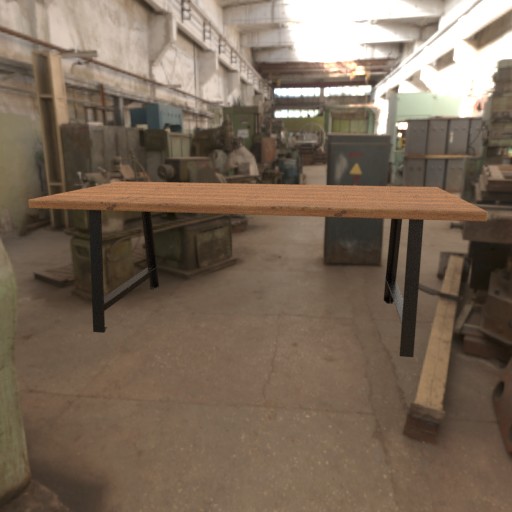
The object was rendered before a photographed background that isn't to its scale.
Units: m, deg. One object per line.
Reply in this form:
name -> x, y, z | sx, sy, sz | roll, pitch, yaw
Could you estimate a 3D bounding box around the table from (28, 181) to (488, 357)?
table -> 0.000, 0.000, 2.658 | 2.200, 0.757, 1.000 | 3, 15, 10
